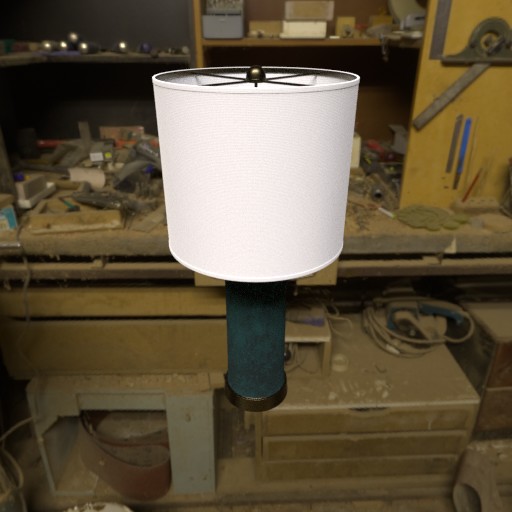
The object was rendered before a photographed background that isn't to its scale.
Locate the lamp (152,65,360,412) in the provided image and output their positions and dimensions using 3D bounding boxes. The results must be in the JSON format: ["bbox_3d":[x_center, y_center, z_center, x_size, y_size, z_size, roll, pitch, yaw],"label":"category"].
[{"bbox_3d":[0.000,0.000,0.794,0.301,0.630,0.301,0,27,0],"label":"lamp"}]
